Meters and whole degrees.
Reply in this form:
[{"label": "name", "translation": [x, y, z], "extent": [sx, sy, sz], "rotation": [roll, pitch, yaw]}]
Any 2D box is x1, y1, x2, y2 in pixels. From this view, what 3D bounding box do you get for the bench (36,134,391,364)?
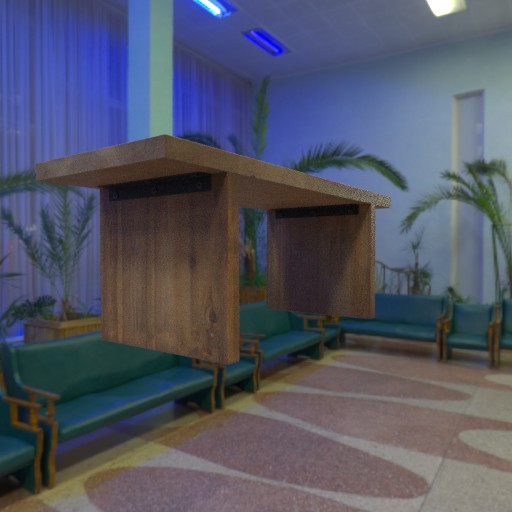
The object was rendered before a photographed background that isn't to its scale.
[{"label": "bench", "translation": [0.000, 0.000, 1.420], "extent": [0.458, 0.458, 1.183], "rotation": [0, 1, 36]}]
